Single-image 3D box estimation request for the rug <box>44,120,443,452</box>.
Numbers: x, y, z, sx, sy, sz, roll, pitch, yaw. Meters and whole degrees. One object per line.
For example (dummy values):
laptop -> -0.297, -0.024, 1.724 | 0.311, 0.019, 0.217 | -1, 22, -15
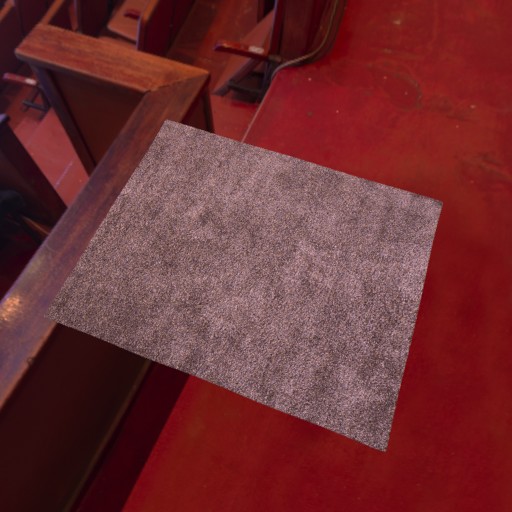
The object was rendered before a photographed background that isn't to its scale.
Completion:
rug -> 0.000, 0.000, 4.075 | 3.000, 0.025, 2.401 | 19, 65, 9
